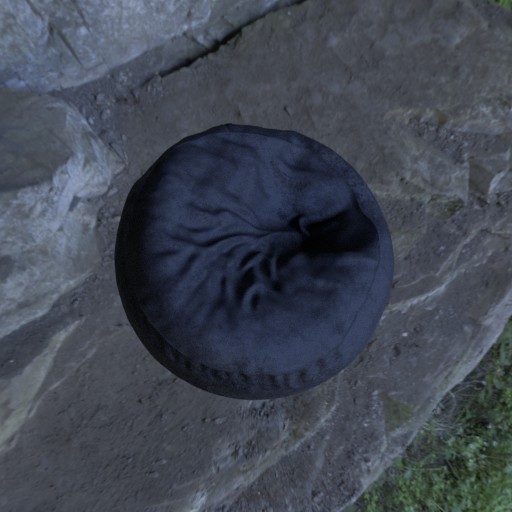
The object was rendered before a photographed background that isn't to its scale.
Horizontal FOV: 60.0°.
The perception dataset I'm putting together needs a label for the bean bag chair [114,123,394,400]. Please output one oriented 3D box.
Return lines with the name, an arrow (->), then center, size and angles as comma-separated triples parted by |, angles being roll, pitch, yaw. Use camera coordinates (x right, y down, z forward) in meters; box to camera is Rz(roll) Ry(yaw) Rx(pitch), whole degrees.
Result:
bean bag chair -> 0.000, 0.000, 2.444 | 1.525, 0.751, 1.525 | 0, 75, 0
